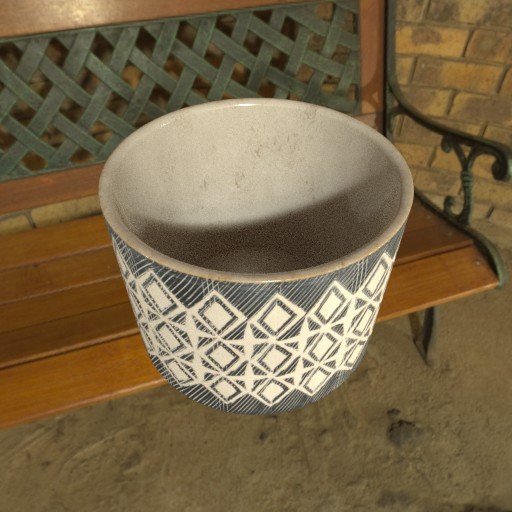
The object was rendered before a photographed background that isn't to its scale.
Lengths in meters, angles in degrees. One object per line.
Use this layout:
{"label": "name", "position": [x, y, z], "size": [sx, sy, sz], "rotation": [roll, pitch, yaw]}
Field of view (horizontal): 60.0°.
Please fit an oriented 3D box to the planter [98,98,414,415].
{"label": "planter", "position": [0.000, 0.000, 0.220], "size": [0.126, 0.104, 0.126], "rotation": [0, 45, 0]}
